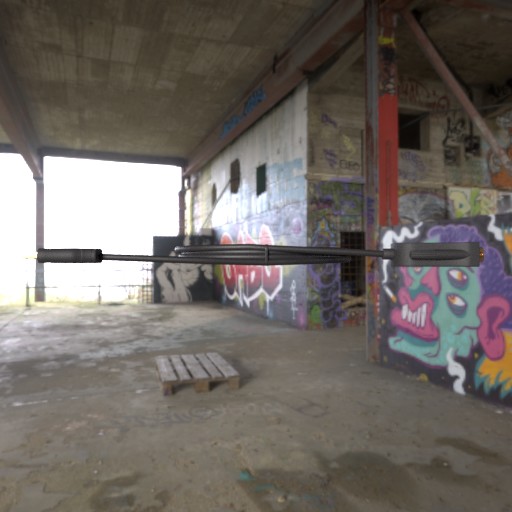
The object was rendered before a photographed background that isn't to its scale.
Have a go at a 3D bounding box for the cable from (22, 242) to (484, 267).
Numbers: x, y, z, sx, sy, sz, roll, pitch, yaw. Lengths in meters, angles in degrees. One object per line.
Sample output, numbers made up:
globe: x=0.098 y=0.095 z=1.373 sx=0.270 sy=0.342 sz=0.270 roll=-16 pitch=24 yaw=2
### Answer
cable: x=0.000 y=0.000 z=0.332 sx=0.281 sy=0.015 sz=0.136 roll=0 pitch=-1 yaw=-1
